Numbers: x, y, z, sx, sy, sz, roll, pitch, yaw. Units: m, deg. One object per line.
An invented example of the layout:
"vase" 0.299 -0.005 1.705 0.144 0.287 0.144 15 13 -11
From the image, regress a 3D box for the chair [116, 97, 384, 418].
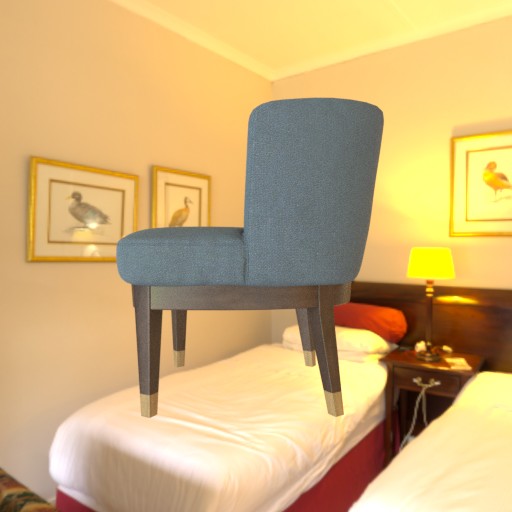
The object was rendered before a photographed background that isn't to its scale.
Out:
"chair" 0.000 0.000 1.286 0.702 0.760 0.661 0 1 -1
